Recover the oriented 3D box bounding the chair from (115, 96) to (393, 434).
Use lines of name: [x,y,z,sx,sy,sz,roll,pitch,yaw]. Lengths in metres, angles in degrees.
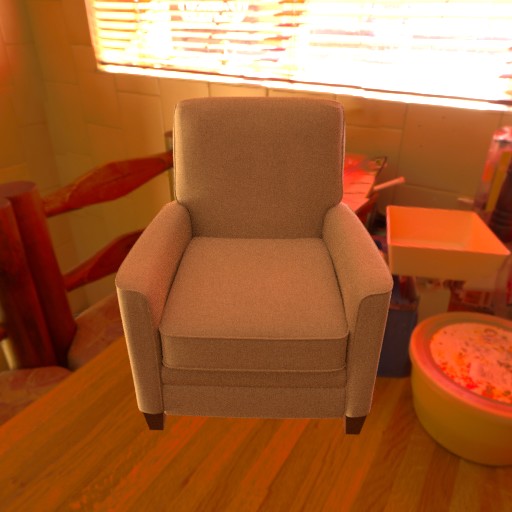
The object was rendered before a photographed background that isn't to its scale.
chair: [0.000,0.000,1.664,0.845,1.023,0.859,1,29,1]
